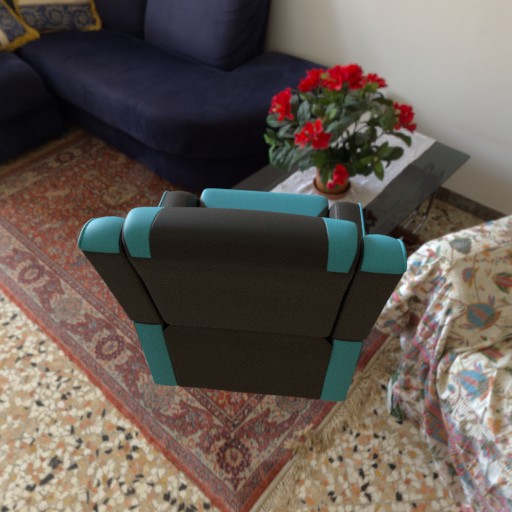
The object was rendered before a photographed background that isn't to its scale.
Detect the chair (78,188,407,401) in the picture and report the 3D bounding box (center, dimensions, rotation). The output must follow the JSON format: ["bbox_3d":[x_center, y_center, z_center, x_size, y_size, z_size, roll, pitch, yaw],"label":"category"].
[{"bbox_3d":[0.000,0.000,1.289,0.620,0.805,0.672,4,47,4],"label":"chair"}]
